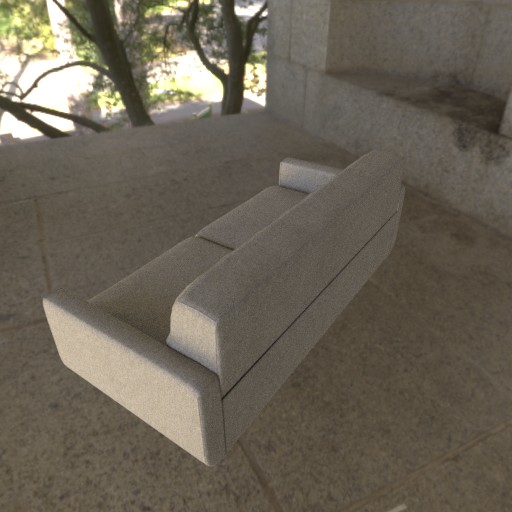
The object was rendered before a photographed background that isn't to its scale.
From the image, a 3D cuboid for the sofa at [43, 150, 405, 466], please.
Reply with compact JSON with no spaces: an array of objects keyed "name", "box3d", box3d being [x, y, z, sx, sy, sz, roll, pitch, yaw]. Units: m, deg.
[{"name":"sofa","box3d":[0.000,0.000,2.504,0.968,0.873,2.055,21,39,28]}]
